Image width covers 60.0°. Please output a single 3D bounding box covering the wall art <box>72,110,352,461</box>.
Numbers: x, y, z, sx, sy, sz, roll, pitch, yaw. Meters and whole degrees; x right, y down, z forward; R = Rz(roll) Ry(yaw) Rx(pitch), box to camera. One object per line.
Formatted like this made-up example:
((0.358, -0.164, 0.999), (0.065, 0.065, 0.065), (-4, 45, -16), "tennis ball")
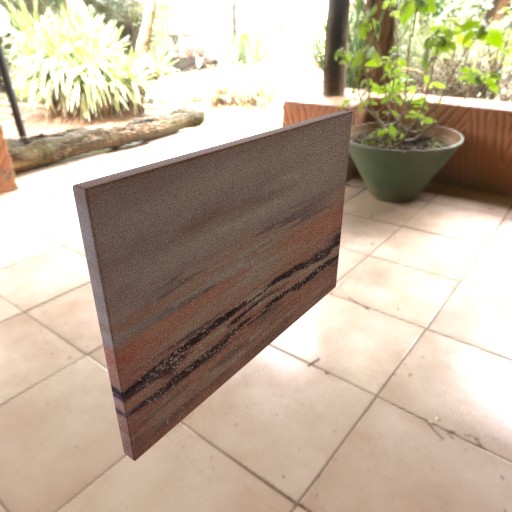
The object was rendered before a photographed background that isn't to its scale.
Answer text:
((0.000, 0.000, 1.146), (0.038, 0.609, 0.913), (19, 32, 32), "wall art")
